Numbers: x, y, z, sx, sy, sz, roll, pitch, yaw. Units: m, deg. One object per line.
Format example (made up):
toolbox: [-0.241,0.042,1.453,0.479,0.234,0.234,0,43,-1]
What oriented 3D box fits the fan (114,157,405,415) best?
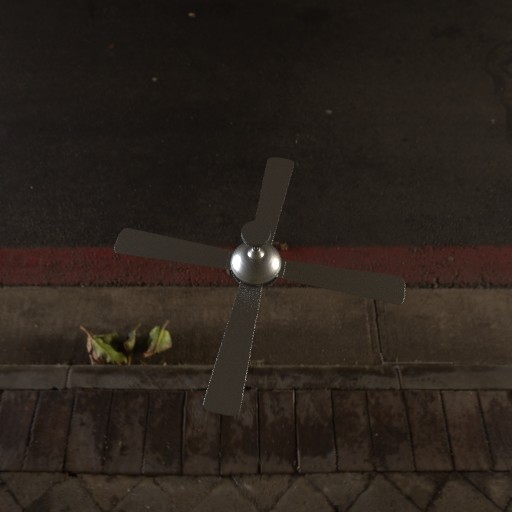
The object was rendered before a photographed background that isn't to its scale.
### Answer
fan: [0.000,0.000,2.023,1.321,0.381,1.321,28,63,16]
